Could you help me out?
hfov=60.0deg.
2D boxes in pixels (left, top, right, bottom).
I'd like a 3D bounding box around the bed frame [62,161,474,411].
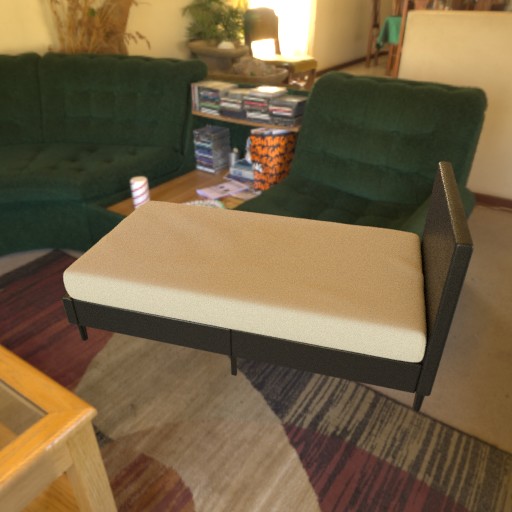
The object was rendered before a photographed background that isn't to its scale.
[{"bbox_3d":[0.000,0.000,2.555,2.152,1.046,1.038,8,32,13],"label":"bed frame"}]
